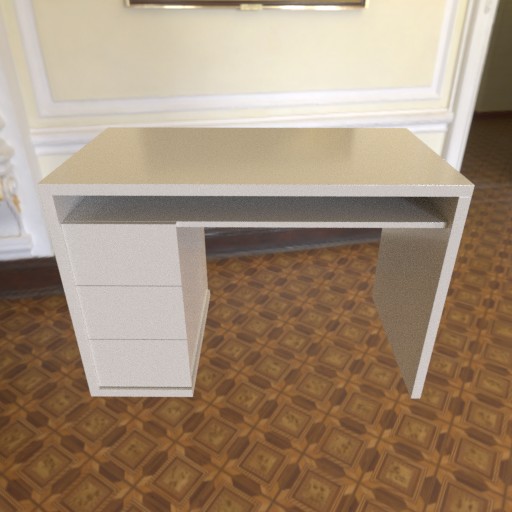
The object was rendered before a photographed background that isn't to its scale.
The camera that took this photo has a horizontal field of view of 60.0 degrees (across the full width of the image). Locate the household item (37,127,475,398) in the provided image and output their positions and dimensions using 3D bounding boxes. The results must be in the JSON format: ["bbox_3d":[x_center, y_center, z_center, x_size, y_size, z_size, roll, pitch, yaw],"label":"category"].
[{"bbox_3d":[0.000,0.000,1.556,1.100,0.749,0.597,0,29,0],"label":"household item"}]
